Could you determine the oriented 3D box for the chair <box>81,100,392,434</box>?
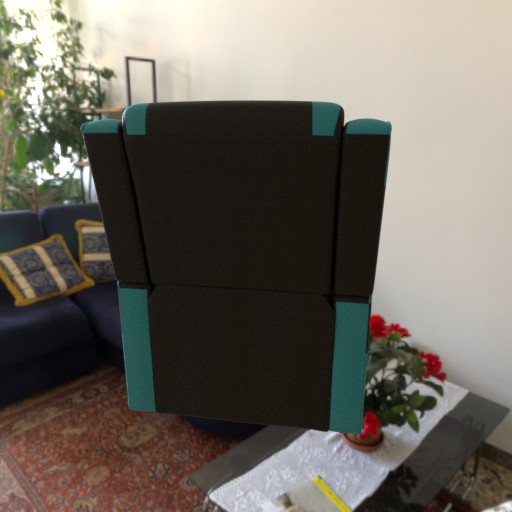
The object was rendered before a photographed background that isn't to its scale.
[{"bbox_3d":[0.000,0.000,1.256,0.620,0.805,0.672,3,17,9],"label":"chair"}]
